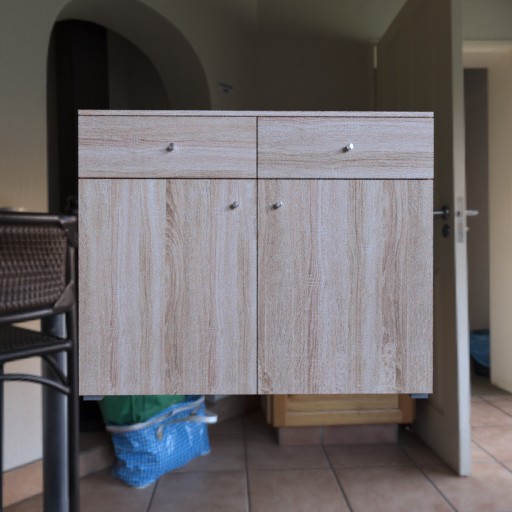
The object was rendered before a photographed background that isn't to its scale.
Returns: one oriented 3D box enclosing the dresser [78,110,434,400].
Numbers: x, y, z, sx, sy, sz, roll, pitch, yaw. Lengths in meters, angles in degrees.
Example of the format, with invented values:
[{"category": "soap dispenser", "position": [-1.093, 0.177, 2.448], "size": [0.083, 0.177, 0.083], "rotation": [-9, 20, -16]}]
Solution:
[{"category": "dresser", "position": [0.000, 0.000, 1.582], "size": [1.100, 0.900, 0.450], "rotation": [0, 0, -1]}]
